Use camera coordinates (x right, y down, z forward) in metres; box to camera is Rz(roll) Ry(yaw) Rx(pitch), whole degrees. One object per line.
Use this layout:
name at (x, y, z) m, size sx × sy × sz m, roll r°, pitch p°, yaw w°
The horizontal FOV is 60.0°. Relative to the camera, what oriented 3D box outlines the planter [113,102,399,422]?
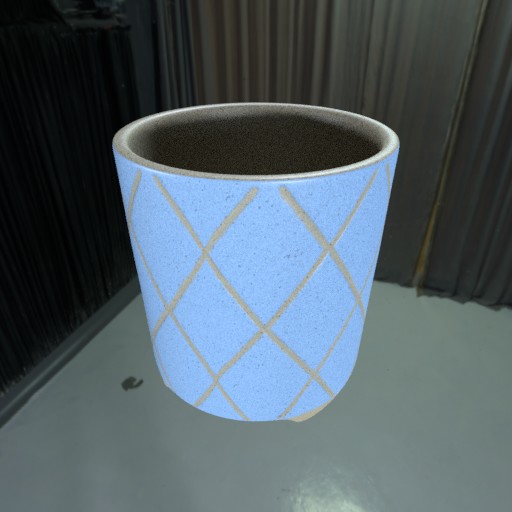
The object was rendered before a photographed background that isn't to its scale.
planter at (0.000, 0.000, 0.355) m, size 0.191 × 0.200 × 0.191 m, roll 0°, pitch 30°, yaw 0°
